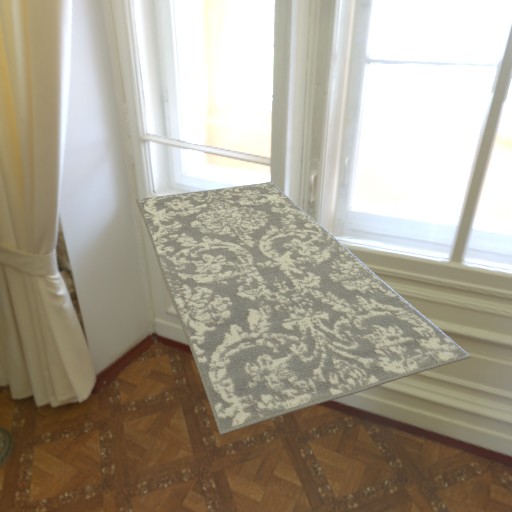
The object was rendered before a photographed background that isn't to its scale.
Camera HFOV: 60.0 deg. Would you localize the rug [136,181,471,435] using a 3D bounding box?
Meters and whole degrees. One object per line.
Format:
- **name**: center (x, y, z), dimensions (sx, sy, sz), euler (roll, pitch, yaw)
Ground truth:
- **rug**: center (0.000, 0.000, 1.425), dimensions (0.604, 0.007, 1.219), euler (-11, 32, -18)
